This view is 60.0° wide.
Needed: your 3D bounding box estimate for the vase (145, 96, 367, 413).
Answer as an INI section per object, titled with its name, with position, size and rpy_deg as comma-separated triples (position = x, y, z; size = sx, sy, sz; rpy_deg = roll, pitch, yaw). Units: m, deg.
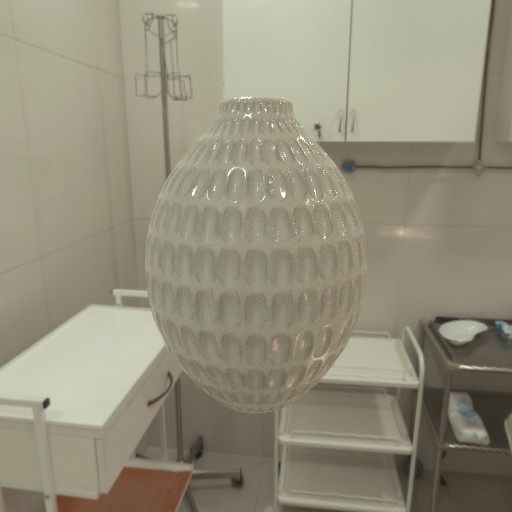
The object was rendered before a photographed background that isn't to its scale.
[vase]
position = 0.000, 0.000, 0.333
size = 0.162, 0.223, 0.162
rpy_deg = 0, 14, 0
